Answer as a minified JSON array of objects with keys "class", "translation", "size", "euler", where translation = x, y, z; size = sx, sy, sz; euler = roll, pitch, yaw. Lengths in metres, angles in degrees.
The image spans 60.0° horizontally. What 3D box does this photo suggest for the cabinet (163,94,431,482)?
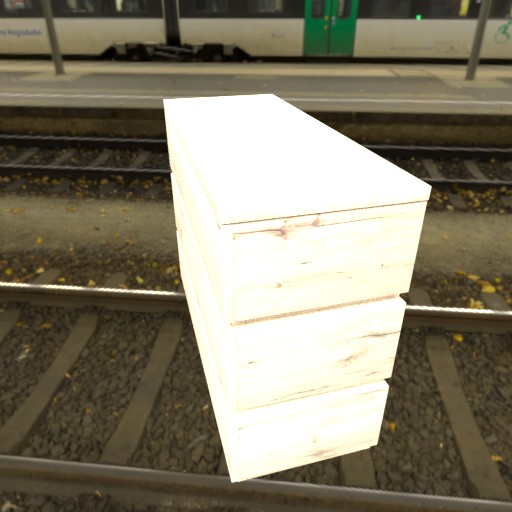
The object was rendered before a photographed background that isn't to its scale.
[{"class":"cabinet","translation":[0.000,0.000,1.451],"size":[0.420,0.820,1.040],"euler":[-8,31,-13]}]
